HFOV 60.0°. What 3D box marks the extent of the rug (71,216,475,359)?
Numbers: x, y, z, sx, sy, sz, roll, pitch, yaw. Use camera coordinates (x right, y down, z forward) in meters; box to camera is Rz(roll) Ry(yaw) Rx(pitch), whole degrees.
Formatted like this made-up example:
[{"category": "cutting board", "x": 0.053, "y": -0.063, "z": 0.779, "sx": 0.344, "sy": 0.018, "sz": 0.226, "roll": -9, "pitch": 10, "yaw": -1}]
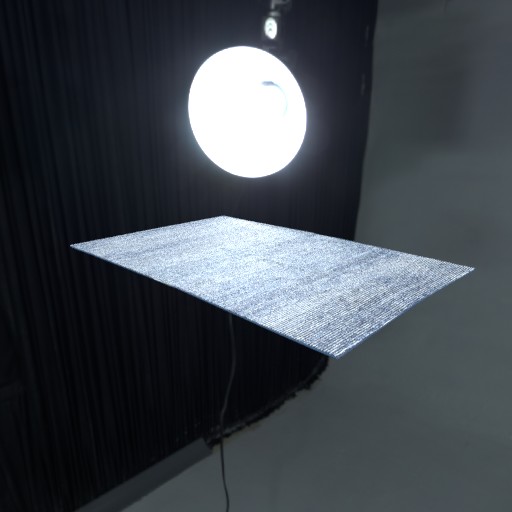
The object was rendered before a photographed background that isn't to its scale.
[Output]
[{"category": "rug", "x": 0.000, "y": 0.000, "z": 2.291, "sx": 1.793, "sy": 0.025, "sz": 1.159, "roll": 16, "pitch": 23, "yaw": 42}]
